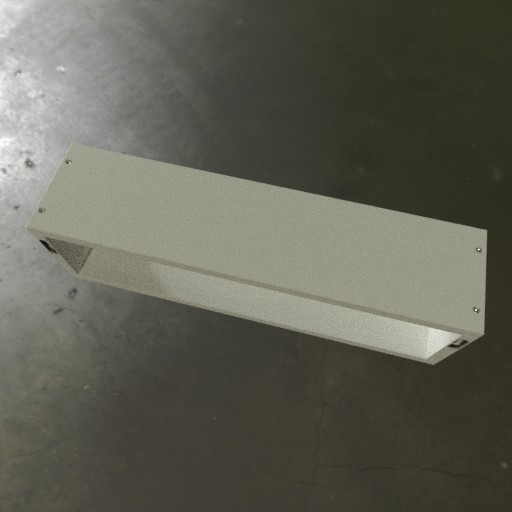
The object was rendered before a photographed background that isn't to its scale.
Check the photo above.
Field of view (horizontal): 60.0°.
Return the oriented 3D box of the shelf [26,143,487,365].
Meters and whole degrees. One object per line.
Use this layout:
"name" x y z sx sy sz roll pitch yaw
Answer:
"shelf" 0.000 0.000 0.679 0.610 0.170 0.150 13 65 6
